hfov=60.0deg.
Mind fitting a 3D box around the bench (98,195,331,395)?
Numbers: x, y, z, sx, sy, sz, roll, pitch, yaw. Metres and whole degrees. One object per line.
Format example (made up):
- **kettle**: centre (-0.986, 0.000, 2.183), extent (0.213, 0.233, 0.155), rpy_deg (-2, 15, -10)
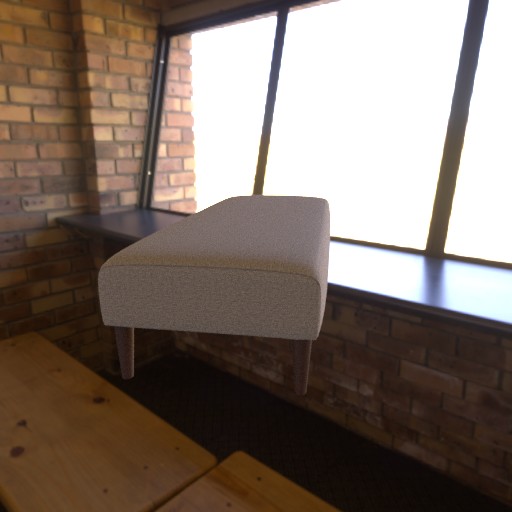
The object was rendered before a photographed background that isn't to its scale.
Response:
- **bench**: centre (0.000, 0.000, 1.932), extent (0.631, 0.383, 1.598), rpy_deg (2, 14, 9)
